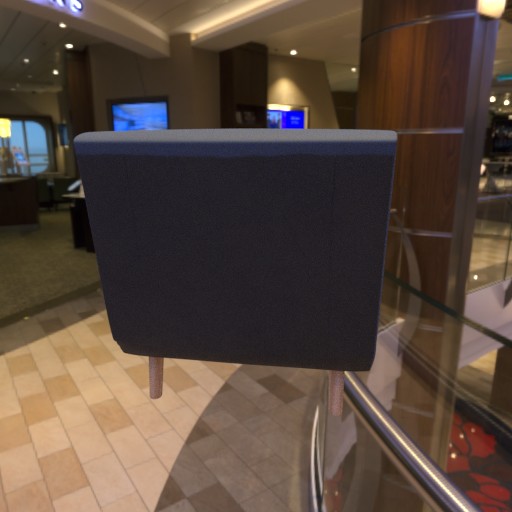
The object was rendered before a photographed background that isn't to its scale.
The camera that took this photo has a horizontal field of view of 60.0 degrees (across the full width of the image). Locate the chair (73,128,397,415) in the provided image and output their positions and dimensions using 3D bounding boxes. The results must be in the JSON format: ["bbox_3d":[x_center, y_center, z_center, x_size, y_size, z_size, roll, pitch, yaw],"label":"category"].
[{"bbox_3d":[0.000,0.000,1.512,0.770,0.808,0.900,2,14,9],"label":"chair"}]
